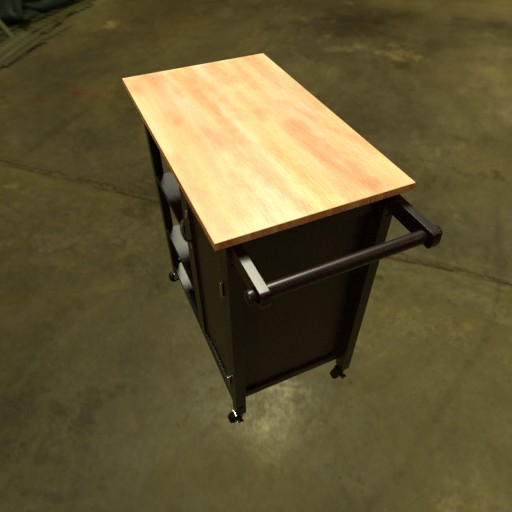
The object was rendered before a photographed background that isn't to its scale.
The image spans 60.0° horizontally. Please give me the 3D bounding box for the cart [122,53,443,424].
[{"bbox_3d":[0.000,0.000,1.425,0.472,0.878,0.914,-18,48,-17],"label":"cart"}]
